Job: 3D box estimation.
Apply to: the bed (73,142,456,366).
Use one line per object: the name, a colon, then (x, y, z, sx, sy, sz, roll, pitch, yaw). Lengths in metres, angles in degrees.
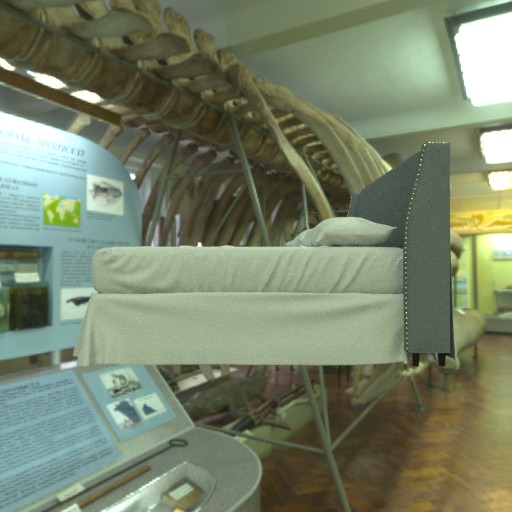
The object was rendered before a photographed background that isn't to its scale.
bed: (0.000, 0.000, 3.495, 2.276, 1.332, 1.925, 0, -1, -1)
